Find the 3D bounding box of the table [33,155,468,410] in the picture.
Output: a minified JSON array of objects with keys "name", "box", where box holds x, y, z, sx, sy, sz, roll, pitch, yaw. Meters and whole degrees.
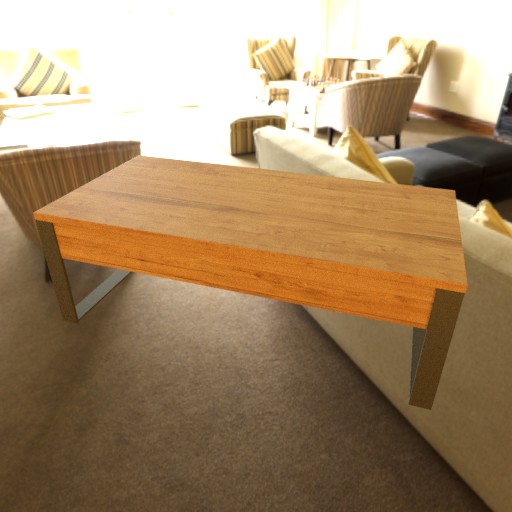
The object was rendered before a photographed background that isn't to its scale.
[{"name":"table","box":[0.000,0.000,1.478,1.180,0.400,0.590,10,32,16]}]
